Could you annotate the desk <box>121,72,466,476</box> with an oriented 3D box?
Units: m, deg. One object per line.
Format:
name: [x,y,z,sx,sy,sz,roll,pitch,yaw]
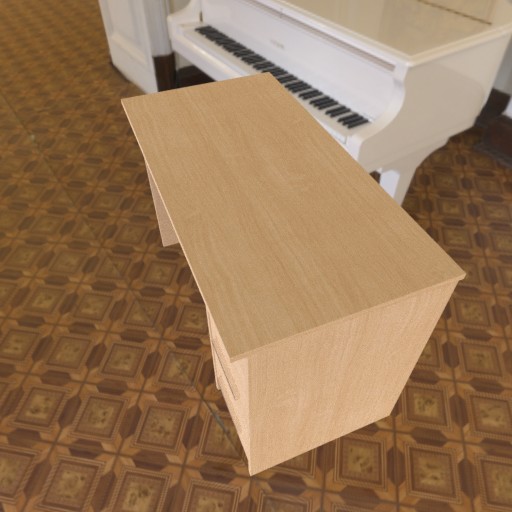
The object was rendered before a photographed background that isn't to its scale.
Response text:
desk: [0.000,0.000,1.527,0.560,0.735,1.097,-17,49,-15]
